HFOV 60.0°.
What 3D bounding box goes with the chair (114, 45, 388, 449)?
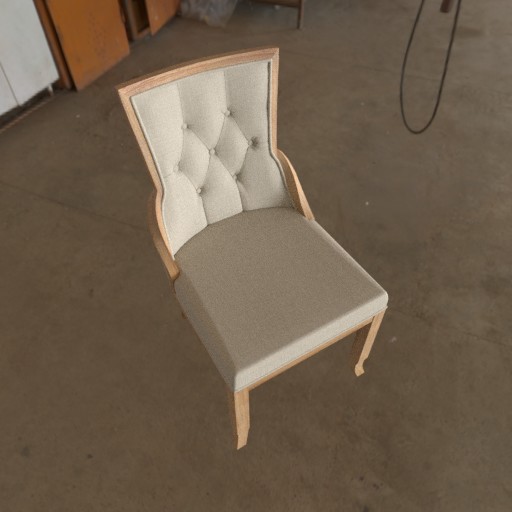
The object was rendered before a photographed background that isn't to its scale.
[{"bbox_3d":[0.000,0.000,1.335,0.524,0.947,0.641,-24,53,-20],"label":"chair"}]
